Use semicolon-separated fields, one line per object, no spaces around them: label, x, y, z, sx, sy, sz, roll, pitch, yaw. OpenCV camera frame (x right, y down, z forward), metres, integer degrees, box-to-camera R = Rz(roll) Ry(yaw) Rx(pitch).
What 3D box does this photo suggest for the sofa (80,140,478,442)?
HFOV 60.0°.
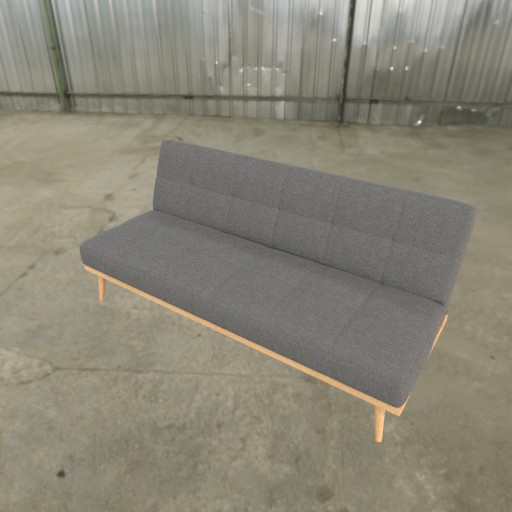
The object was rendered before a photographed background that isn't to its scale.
sofa;0.000;0.000;2.233;1.820;0.770;0.820;19;35;29
